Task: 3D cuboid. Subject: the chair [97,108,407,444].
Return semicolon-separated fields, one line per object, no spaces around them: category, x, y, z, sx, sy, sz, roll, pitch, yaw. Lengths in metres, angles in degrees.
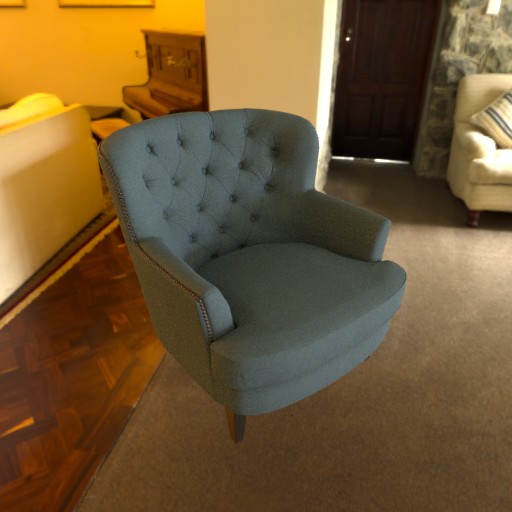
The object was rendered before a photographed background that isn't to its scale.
chair;0.000;0.000;1.577;0.848;0.868;0.906;-21;35;-33
